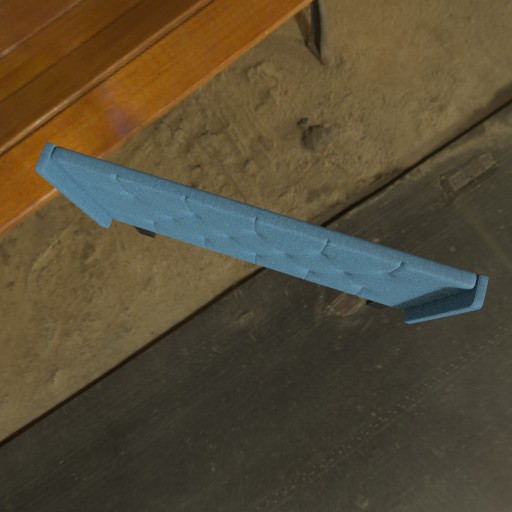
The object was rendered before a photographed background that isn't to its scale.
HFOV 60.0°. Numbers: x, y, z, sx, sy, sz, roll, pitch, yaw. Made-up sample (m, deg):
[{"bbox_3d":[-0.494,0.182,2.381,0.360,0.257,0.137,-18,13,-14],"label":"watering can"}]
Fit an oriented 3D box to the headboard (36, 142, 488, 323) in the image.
[{"bbox_3d":[0.000,0.000,2.686,2.051,1.524,0.184,17,78,4],"label":"headboard"}]
